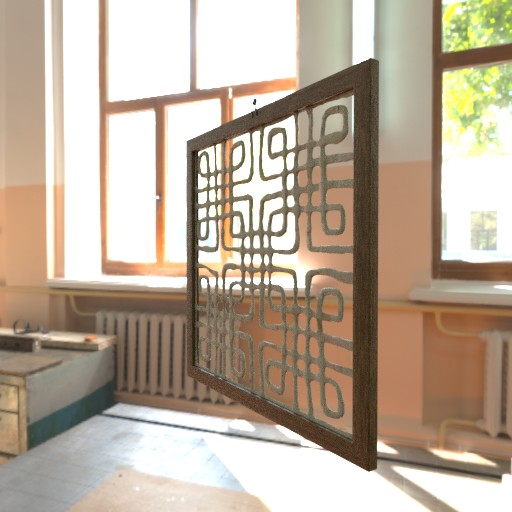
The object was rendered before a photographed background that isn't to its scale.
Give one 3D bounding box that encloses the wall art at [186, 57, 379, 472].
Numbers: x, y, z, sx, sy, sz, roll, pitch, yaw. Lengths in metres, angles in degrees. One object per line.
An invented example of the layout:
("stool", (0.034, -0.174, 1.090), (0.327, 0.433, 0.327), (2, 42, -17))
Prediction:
("wall art", (0.000, 0.000, 0.832), (0.021, 0.582, 0.561), (-1, 1, -35))
